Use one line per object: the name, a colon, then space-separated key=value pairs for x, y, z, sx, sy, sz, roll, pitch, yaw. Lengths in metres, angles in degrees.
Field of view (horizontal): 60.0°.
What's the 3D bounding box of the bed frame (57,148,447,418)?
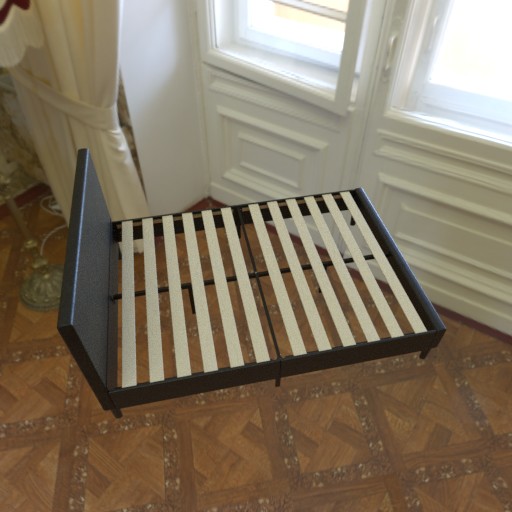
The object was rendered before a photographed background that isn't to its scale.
bed frame: x=0.000 y=0.000 z=3.019 sx=2.152 sy=1.046 sz=1.469 roll=-9 pitch=47 yaw=-8
